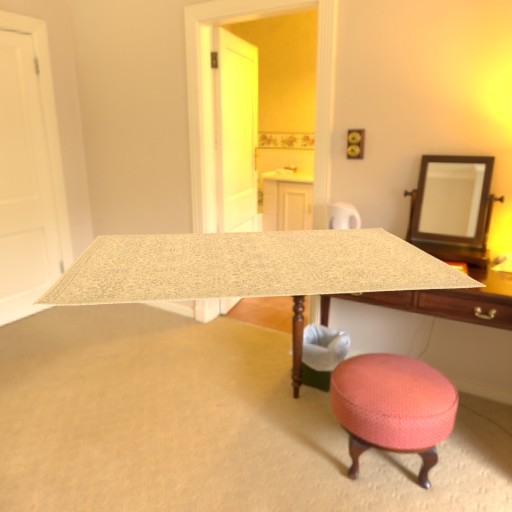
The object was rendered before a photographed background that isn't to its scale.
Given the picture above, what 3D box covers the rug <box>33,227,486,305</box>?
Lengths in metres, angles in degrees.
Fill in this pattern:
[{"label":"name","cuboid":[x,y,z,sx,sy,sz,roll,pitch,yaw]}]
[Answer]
[{"label":"rug","cuboid":[0.000,0.000,3.066,2.434,0.023,1.518,-2,16,-7]}]
